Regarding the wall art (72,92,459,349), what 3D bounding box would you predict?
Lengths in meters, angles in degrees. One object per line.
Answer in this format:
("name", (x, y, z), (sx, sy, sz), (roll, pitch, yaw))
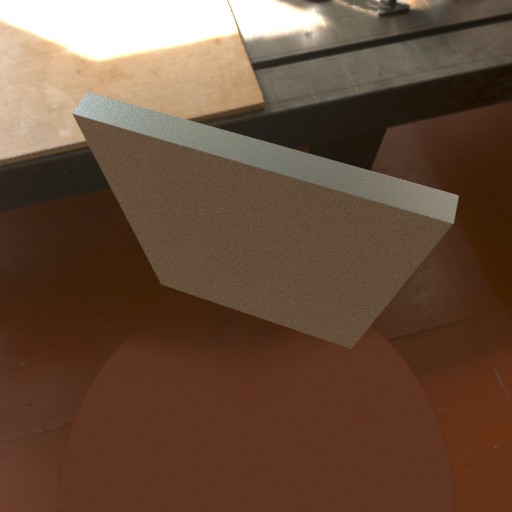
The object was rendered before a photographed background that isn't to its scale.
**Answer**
("wall art", (0.000, 0.000, 0.752), (0.452, 0.549, 0.038), (18, 66, 8))
